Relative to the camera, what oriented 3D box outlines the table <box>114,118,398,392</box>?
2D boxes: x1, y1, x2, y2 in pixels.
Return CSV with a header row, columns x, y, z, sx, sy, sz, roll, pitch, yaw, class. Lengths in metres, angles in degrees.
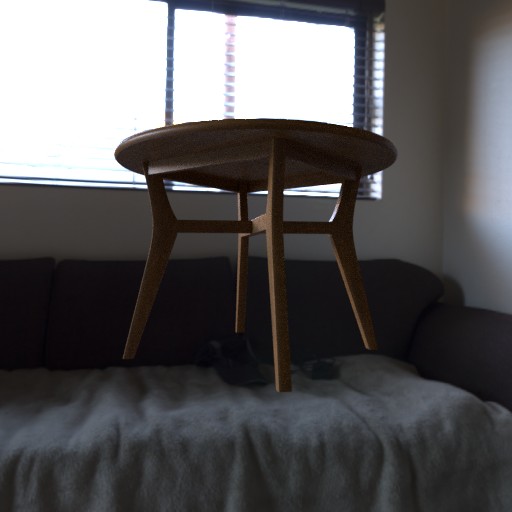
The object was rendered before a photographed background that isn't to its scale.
x,y,z,sx,sy,sz,roll,pitch,yaw,class
0.000,0.000,1.729,1.055,0.757,1.055,0,0,0,table
